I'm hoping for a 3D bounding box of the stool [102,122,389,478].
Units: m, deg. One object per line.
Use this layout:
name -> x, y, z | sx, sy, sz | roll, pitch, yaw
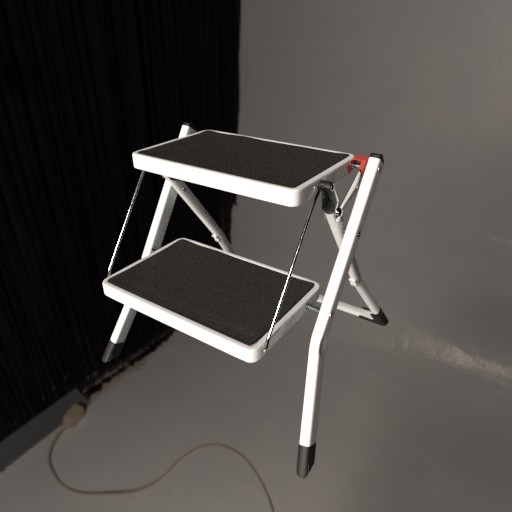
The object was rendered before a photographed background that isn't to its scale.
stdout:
stool -> 0.000, 0.000, 0.862 | 0.485, 0.445, 0.490 | 18, 34, 29
